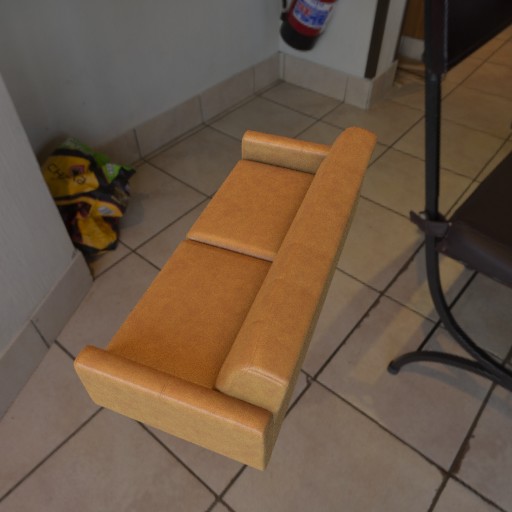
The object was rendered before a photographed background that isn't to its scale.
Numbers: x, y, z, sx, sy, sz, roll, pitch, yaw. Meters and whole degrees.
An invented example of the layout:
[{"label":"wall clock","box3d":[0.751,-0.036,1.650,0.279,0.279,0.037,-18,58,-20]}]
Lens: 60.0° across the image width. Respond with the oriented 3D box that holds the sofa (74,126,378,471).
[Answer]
[{"label":"sofa","box3d":[0.000,0.000,2.660,0.980,0.892,2.137,15,48,14]}]
